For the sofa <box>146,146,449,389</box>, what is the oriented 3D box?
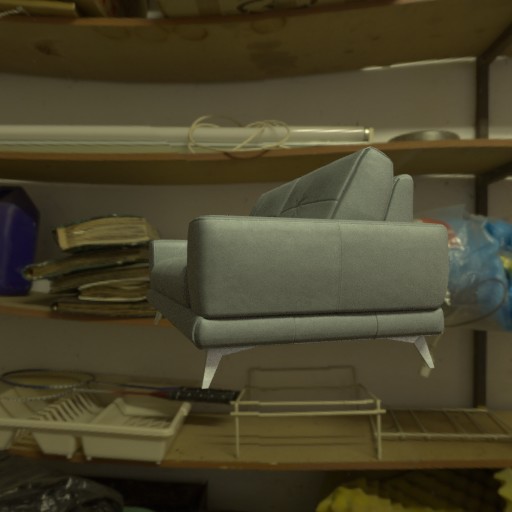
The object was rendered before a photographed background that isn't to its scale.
[{"bbox_3d":[0.000,0.000,2.381,1.018,0.907,1.806,0,-1,-18],"label":"sofa"}]
